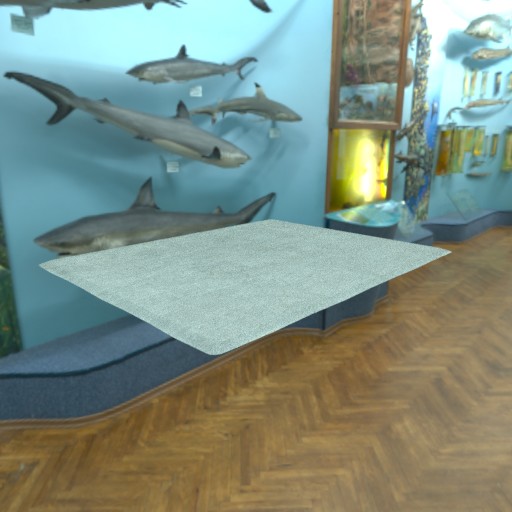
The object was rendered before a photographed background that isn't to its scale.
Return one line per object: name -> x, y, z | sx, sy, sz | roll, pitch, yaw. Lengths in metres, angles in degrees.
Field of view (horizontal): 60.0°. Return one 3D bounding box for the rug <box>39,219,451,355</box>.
rug -> 0.000, 0.000, 3.936 | 2.332, 0.027, 2.933 | 14, 21, 43
